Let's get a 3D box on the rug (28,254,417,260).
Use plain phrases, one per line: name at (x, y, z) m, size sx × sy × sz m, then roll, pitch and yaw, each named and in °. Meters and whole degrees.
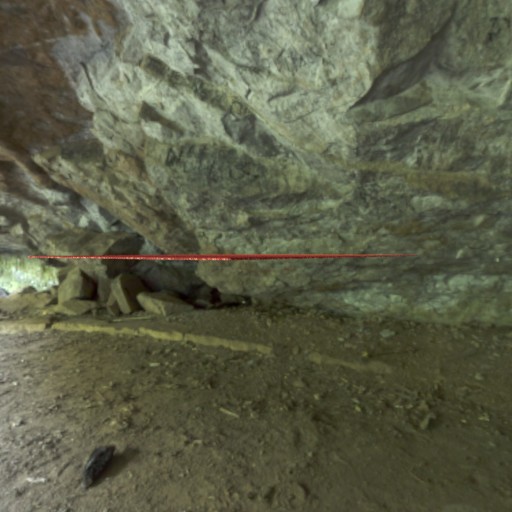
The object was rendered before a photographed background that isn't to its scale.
rug at (0.000, 0.000, 3.124) m, size 1.531 × 0.010 × 2.442 m, roll 0°, pitch 1°, yaw 36°
